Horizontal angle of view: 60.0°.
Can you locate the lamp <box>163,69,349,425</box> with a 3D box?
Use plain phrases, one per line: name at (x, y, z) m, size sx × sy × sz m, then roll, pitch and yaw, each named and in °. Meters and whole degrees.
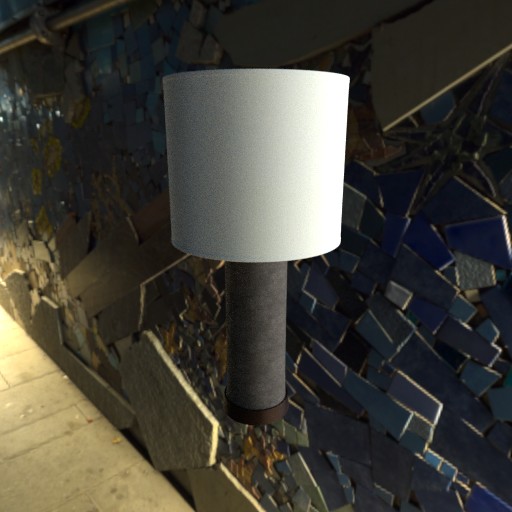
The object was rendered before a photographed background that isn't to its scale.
lamp at (0.000, 0.000, 0.812) m, size 0.301 × 0.630 × 0.301 m, roll -8°, pitch 18°, yaw -26°
